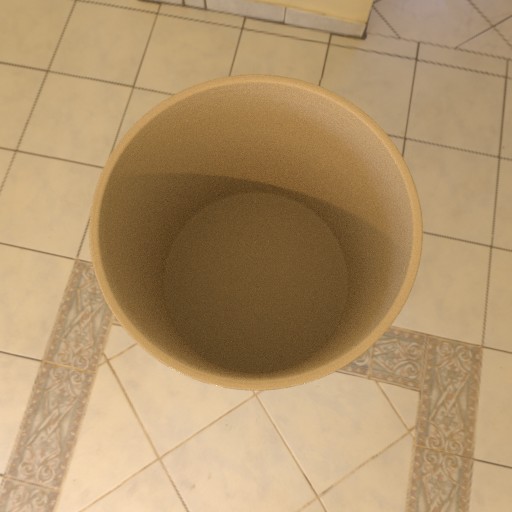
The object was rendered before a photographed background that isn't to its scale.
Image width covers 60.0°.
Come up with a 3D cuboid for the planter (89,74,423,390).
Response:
[{"bbox_3d":[0.000,0.000,0.391,0.221,0.201,0.221,0,75,0],"label":"planter"}]
